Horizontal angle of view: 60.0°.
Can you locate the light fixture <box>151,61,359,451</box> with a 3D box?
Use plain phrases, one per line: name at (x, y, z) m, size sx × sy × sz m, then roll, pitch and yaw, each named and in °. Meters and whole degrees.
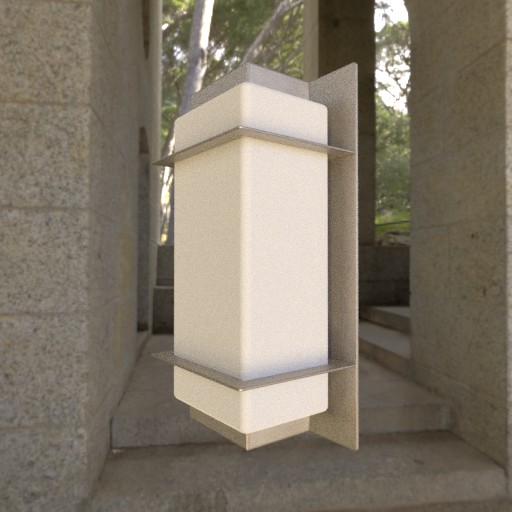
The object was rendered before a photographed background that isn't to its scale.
light fixture at (0.000, 0.000, 0.463) m, size 0.160 × 0.380 × 0.168 m, roll 0°, pitch -1°, yaw -37°
